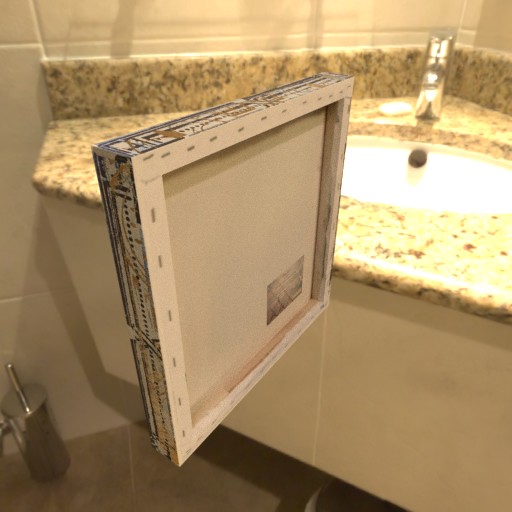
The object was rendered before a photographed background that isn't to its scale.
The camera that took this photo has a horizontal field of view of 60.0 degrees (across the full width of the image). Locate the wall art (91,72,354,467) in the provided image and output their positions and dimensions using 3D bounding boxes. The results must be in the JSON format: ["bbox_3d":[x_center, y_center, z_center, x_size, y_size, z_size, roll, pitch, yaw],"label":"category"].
[{"bbox_3d":[0.000,0.000,0.452,0.038,0.306,0.302,21,38,29],"label":"wall art"}]
